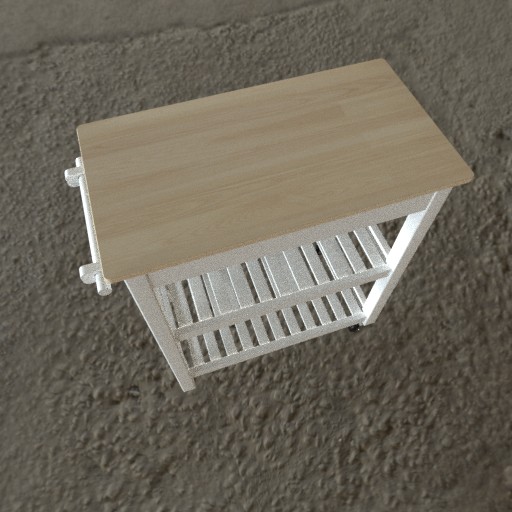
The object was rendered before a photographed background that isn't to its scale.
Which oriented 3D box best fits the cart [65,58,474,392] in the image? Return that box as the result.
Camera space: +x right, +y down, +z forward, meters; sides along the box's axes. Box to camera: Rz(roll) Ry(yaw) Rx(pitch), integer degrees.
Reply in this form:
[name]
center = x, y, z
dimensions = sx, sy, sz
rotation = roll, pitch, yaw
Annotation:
[cart]
center = 0.000, 0.000, 1.433
dimensions = 0.899, 0.927, 0.457
rotation = -16, 60, -10
